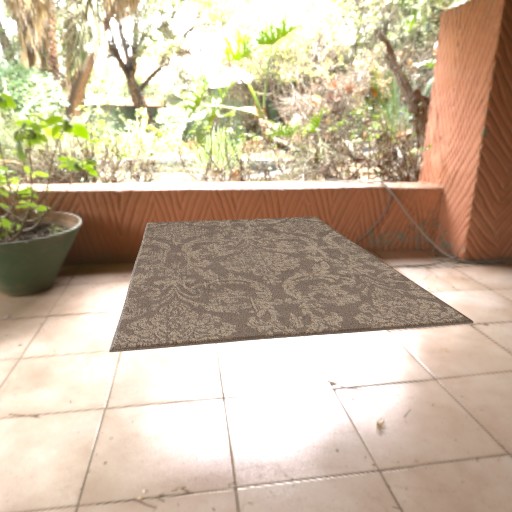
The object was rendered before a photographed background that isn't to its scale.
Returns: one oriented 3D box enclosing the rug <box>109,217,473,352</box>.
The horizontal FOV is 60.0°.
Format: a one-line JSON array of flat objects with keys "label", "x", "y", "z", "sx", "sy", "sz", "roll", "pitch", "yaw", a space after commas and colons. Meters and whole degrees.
[{"label": "rug", "x": 0.000, "y": 0.000, "z": 2.284, "sx": 1.206, "sy": 0.012, "sz": 1.824, "roll": -3, "pitch": 17, "yaw": -9}]
